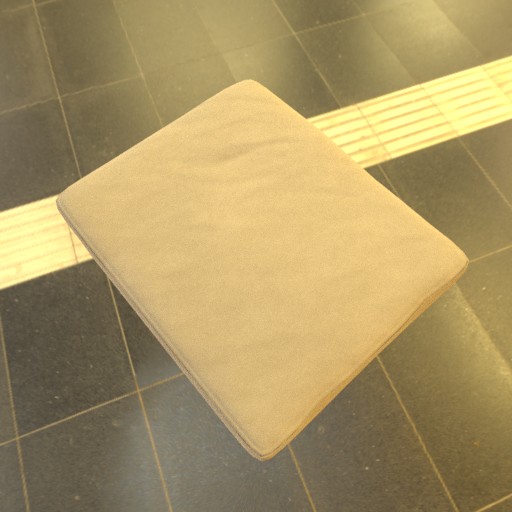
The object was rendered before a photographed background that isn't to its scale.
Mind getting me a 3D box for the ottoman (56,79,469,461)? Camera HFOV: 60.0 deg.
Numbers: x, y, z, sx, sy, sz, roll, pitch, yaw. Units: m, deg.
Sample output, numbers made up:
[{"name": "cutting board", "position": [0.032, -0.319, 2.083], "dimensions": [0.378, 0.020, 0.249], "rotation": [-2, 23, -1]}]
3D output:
[{"name": "ottoman", "position": [0.000, 0.000, 1.495], "dimensions": [0.836, 0.492, 1.002], "rotation": [-38, 70, -17]}]
